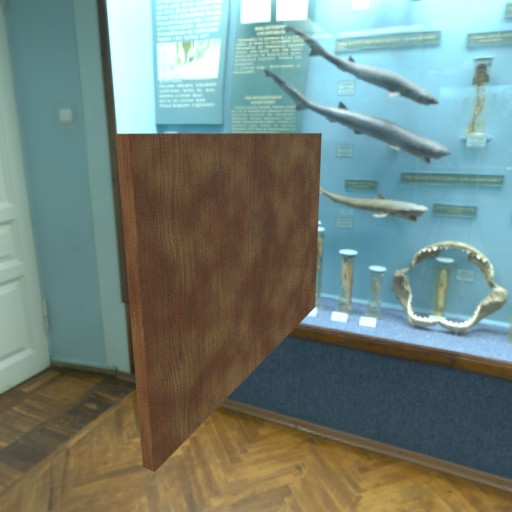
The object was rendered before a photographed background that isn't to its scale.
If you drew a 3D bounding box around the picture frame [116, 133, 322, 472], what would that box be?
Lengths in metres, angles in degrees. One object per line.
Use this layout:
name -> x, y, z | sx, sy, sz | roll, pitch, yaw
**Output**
picture frame -> 0.000, 0.000, 1.199 | 0.029, 0.640, 0.950 | 8, 17, 25
